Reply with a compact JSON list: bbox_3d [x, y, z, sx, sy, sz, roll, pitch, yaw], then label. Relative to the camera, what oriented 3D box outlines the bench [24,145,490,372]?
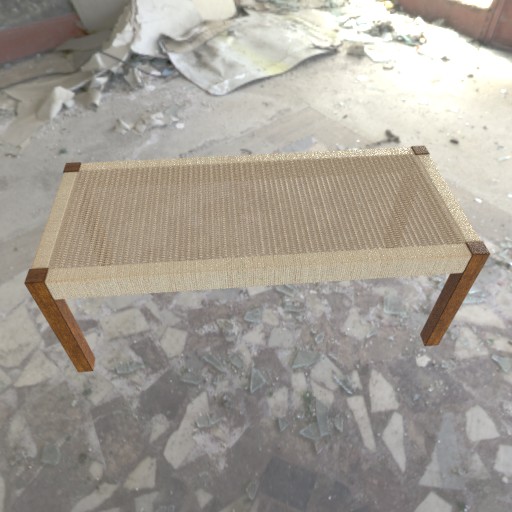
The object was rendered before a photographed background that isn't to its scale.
[{"bbox_3d":[0.000,0.000,1.472,1.198,0.457,0.507,-4,47,-3],"label":"bench"}]
